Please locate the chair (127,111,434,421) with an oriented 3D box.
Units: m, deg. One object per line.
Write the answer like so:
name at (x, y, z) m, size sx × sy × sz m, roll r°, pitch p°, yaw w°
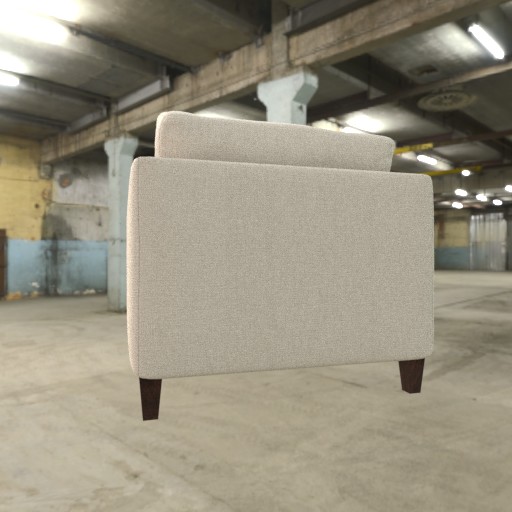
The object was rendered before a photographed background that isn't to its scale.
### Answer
chair at (0.000, 0.000, 1.778) m, size 0.996 × 0.919 × 0.959 m, roll 0°, pitch 0°, yaw -17°
